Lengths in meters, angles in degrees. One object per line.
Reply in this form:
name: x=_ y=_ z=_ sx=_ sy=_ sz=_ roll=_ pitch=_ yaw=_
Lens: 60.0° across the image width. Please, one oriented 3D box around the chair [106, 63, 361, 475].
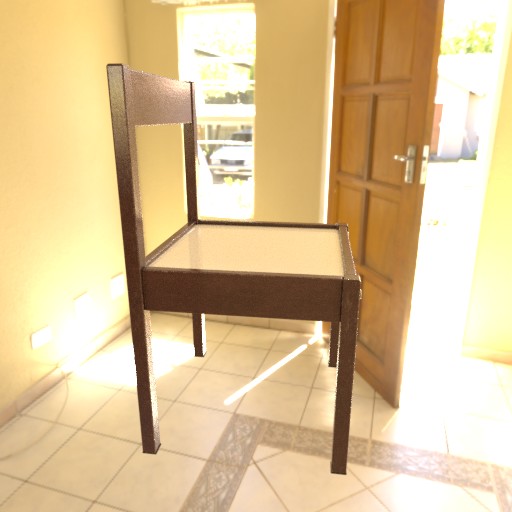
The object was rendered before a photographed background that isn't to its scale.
chair: x=0.000 y=0.000 z=0.661 sx=0.285 sy=0.505 sz=0.285 roll=2 pitch=18 yaw=8
